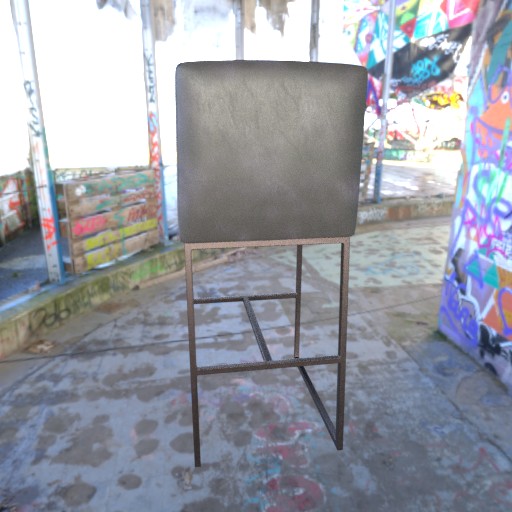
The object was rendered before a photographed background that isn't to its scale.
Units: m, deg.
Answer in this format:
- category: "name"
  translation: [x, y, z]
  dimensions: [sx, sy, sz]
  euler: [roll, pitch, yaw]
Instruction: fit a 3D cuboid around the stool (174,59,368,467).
- category: "stool"
  translation: [0.000, 0.000, 1.385]
  dimensions: [0.463, 1.065, 0.562]
  euler: [-3, 17, -9]
